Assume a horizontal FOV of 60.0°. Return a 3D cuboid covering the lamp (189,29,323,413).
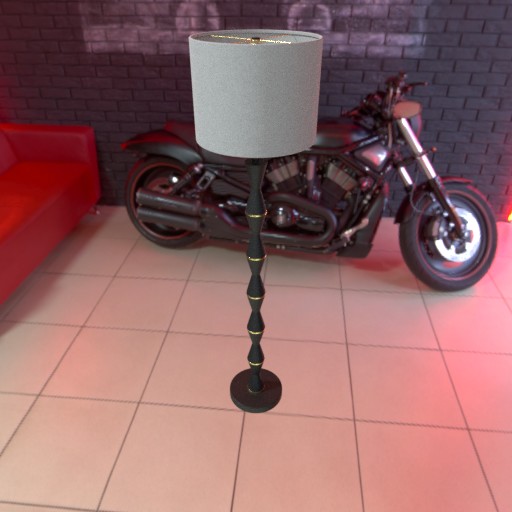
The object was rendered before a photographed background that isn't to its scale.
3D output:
[{"bbox_3d":[0.000,0.000,1.656,0.381,1.480,0.381,23,38,31],"label":"lamp"}]
